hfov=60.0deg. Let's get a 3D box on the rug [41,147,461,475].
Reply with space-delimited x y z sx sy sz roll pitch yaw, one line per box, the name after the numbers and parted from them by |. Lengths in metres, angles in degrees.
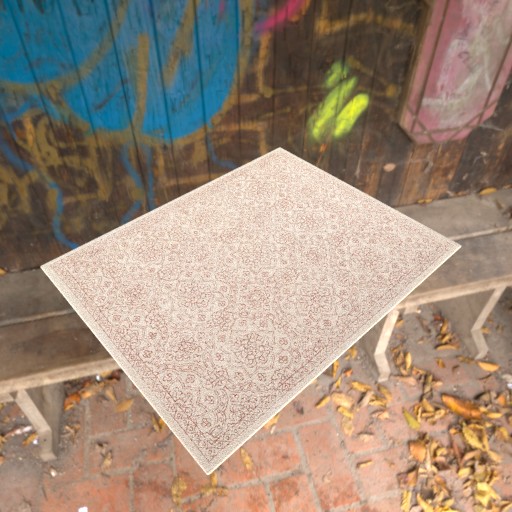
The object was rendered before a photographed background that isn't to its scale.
0.000 0.000 4.098 3.050 0.015 2.441 -33 53 -29 | rug
